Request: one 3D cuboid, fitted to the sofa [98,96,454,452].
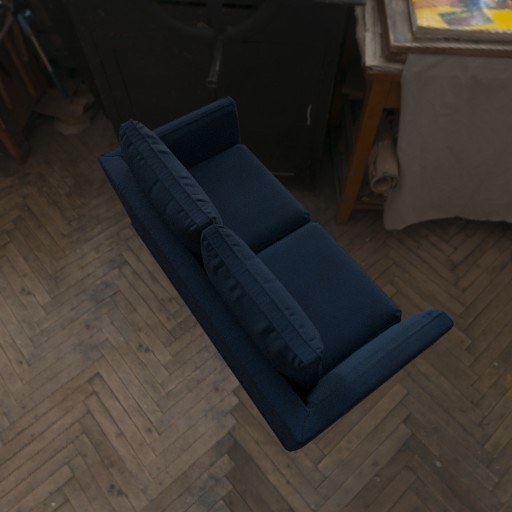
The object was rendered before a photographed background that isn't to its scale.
[{"bbox_3d":[0.000,0.000,2.338,0.853,1.002,1.770,-31,64,-17],"label":"sofa"}]
